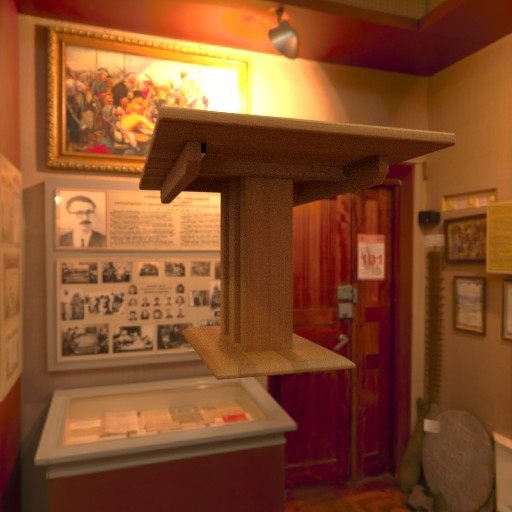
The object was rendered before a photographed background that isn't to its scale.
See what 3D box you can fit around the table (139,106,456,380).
[{"bbox_3d":[0.000,0.000,1.861,0.900,0.770,1.300,0,1,-17],"label":"table"}]
